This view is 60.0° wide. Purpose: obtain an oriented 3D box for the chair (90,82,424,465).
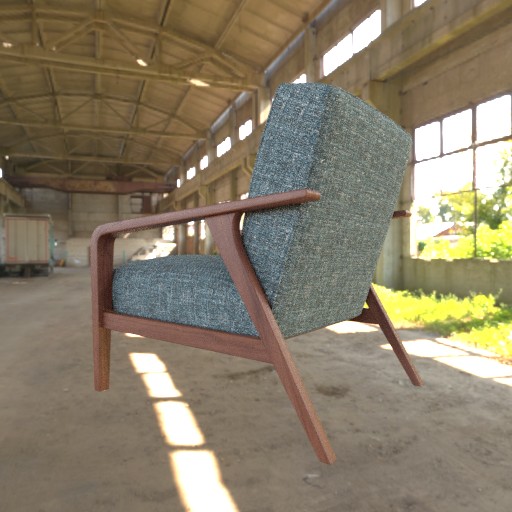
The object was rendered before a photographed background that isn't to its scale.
[{"bbox_3d":[0.000,0.000,1.460,0.889,0.864,0.719,1,1,36],"label":"chair"}]
